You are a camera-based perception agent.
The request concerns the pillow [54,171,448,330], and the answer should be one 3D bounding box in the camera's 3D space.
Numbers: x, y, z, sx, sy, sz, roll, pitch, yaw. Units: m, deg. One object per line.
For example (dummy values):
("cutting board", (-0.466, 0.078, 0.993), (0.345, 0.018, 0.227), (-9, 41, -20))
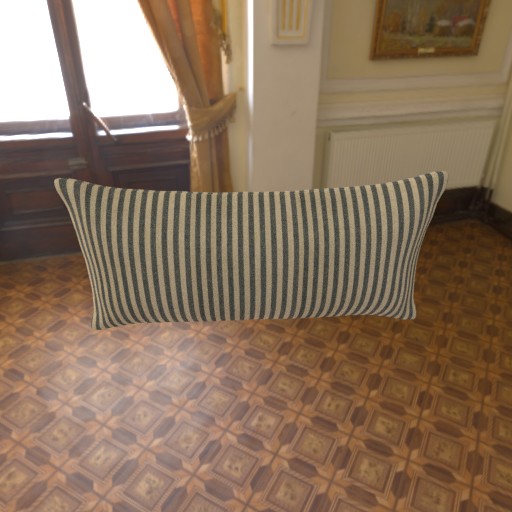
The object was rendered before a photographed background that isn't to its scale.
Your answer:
("pillow", (0.000, 0.000, 0.765), (0.617, 0.295, 0.151), (-2, 30, -3))
